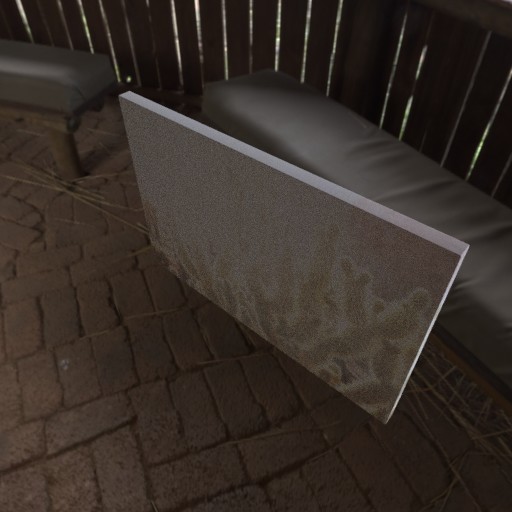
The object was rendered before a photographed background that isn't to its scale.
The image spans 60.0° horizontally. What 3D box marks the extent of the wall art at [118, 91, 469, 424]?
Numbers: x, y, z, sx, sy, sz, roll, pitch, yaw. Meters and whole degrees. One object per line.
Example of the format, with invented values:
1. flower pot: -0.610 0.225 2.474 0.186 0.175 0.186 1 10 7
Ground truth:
1. wall art: 0.000 0.000 1.159 0.916 0.608 0.040 31 52 28
